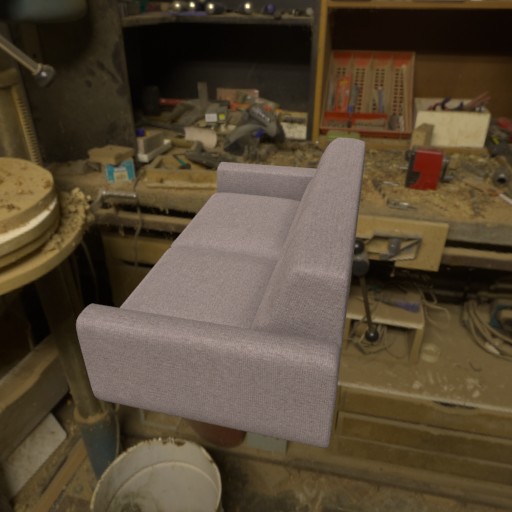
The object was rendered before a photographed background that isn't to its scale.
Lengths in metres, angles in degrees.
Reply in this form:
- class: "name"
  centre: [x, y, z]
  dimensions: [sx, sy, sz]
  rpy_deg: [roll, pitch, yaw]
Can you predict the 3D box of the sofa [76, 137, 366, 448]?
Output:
- class: "sofa"
  centre: [0.000, 0.000, 2.141]
  dimensions: [0.909, 0.841, 1.631]
  rpy_deg: [7, 32, 12]
